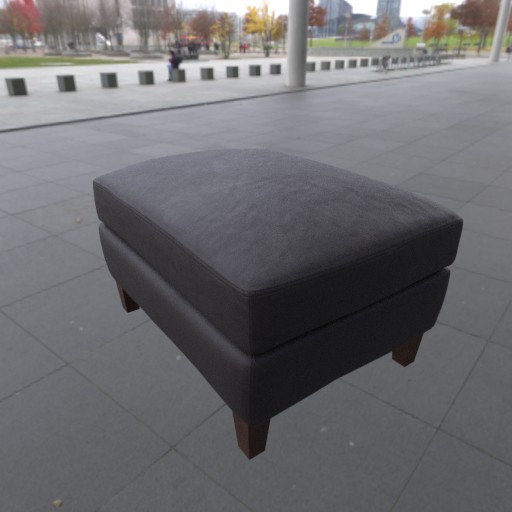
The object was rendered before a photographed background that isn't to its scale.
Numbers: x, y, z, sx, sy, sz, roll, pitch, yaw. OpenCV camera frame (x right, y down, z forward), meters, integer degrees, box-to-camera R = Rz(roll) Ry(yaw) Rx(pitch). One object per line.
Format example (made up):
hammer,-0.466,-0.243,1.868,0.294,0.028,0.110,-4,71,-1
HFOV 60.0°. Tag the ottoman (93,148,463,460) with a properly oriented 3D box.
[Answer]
ottoman,0.000,0.000,1.276,0.659,0.529,0.887,-17,31,-32
